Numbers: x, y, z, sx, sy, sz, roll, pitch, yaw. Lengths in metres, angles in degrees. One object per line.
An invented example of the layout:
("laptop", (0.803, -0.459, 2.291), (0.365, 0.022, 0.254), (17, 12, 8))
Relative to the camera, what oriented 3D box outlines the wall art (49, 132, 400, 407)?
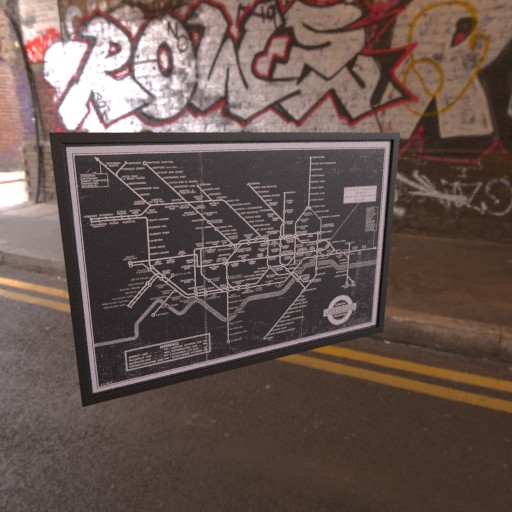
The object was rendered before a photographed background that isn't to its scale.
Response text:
("wall art", (0.000, 0.000, 1.507), (1.192, 0.811, 0.013), (-8, 17, -25))
